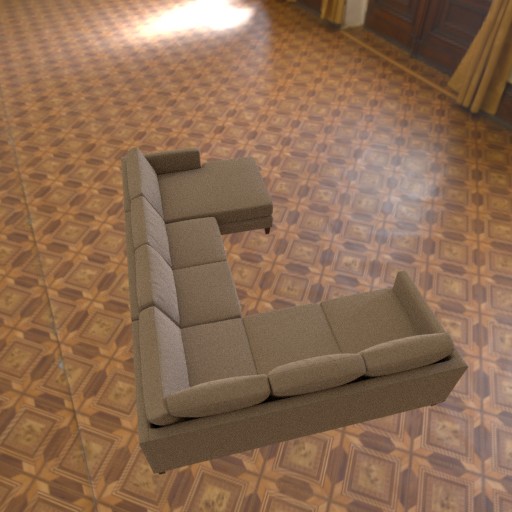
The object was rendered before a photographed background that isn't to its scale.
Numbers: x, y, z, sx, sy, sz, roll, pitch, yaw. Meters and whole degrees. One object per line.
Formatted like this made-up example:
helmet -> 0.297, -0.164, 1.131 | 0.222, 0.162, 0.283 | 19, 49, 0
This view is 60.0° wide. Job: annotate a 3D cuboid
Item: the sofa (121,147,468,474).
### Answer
sofa -> 0.000, 0.000, 4.413 | 2.424, 0.865, 3.438 | -10, 47, -10
